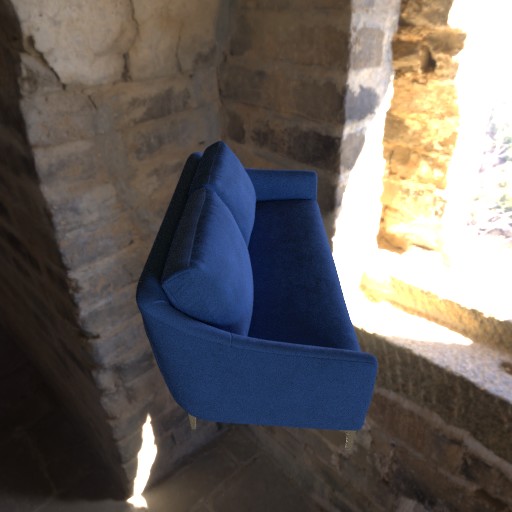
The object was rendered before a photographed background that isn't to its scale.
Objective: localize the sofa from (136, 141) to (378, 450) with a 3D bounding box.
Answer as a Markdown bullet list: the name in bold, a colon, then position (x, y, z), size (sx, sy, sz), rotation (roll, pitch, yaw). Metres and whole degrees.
- **sofa**: position (0.000, 0.000, 2.609), size (0.960, 0.903, 2.036), rotation (0, 31, 0)
